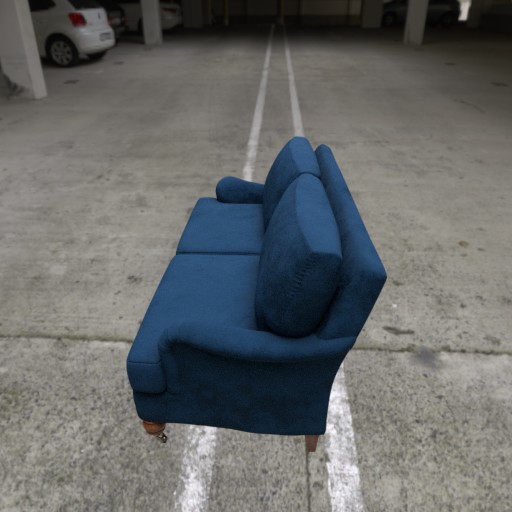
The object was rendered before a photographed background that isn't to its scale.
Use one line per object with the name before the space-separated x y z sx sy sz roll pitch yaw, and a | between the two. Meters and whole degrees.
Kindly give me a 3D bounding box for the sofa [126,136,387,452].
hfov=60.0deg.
sofa | 0.000 0.000 2.796 1.084 1.101 2.141 1 27 2
